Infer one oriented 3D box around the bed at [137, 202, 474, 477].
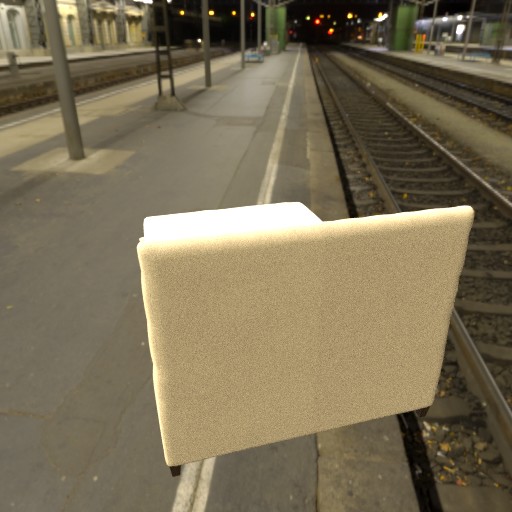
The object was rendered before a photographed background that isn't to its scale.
[{"bbox_3d":[0.000,0.000,3.366,1.698,1.427,2.387,-7,27,-14],"label":"bed"}]
